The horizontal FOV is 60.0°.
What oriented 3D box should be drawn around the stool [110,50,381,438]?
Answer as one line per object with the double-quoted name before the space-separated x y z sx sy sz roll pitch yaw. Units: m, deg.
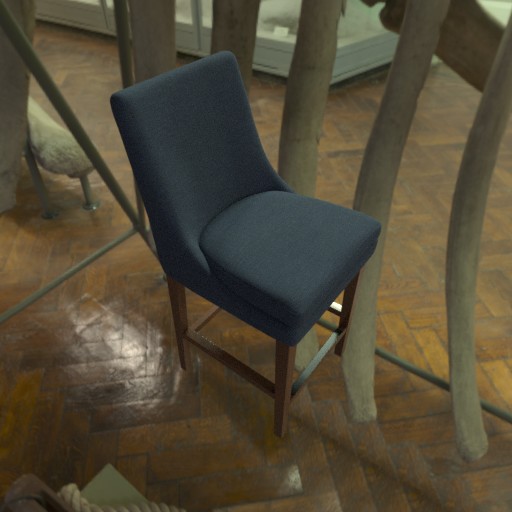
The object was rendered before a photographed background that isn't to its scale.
"stool" 0.000 0.000 1.320 0.577 0.981 0.470 26 48 27
